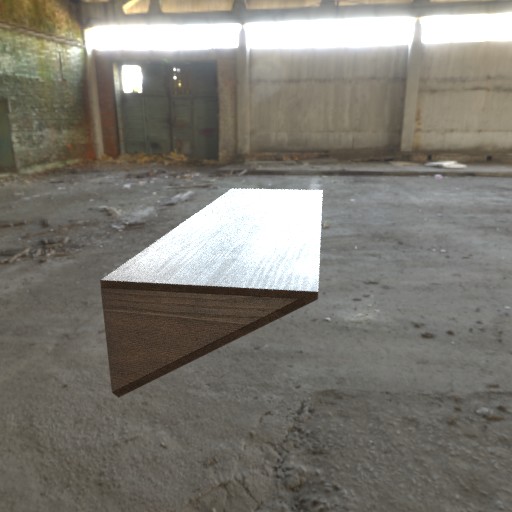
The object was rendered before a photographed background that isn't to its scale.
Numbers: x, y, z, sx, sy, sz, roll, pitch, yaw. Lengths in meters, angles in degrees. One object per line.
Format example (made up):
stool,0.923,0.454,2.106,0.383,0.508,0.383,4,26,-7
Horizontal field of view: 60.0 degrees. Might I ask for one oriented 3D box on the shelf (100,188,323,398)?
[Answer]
shelf,0.000,0.000,0.701,0.200,0.125,0.610,2,17,8
